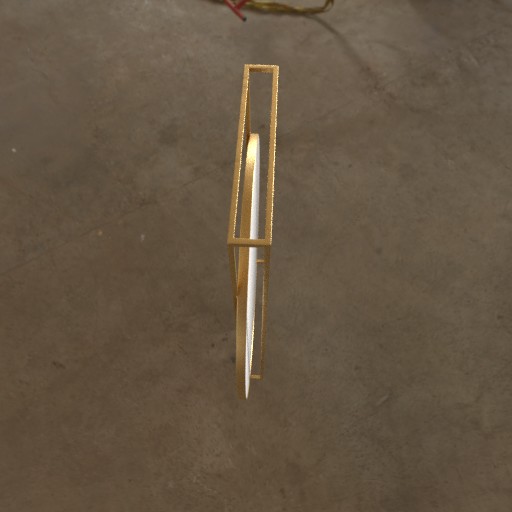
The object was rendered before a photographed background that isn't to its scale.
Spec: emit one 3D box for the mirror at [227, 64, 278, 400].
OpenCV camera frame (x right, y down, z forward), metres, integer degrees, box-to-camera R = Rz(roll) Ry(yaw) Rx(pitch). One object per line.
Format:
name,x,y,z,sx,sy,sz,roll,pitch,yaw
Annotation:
mirror,0.000,0.000,0.848,0.051,0.603,0.508,3,60,1
